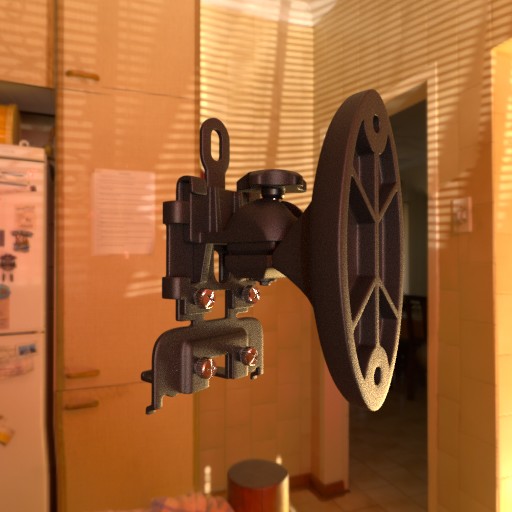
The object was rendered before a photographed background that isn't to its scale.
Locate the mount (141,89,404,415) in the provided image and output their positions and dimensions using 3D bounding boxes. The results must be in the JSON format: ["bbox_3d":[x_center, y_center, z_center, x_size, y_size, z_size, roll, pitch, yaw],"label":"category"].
[{"bbox_3d":[0.000,0.000,0.175,0.100,0.118,0.066,-1,-1,38],"label":"mount"}]
